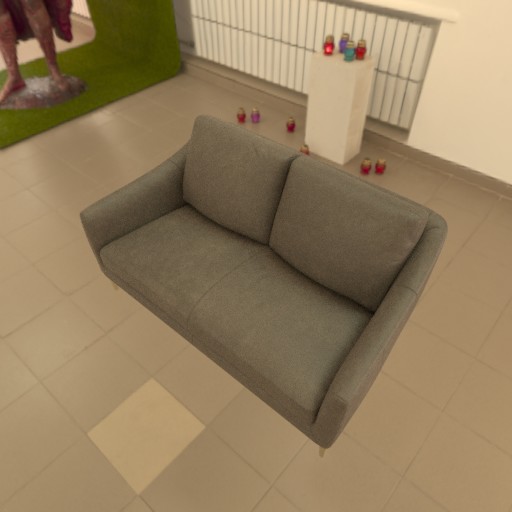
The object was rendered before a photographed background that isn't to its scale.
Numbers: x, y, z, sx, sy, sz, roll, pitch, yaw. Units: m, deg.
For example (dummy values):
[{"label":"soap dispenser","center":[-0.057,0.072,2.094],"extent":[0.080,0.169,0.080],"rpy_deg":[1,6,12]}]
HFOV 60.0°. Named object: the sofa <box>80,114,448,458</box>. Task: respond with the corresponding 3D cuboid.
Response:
[{"label":"sofa","center":[0.000,0.000,2.231],"extent":[1.619,0.902,0.960],"rpy_deg":[31,52,28]}]
